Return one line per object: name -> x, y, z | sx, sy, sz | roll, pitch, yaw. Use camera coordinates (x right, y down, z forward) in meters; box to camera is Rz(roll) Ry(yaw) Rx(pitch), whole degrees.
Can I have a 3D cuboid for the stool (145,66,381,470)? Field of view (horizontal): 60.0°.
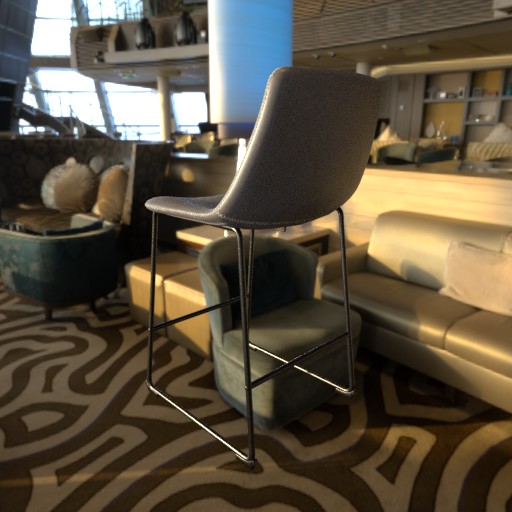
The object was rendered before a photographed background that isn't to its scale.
stool -> 0.000, 0.000, 1.181 | 0.470, 0.876, 0.546 | -15, 22, -42
